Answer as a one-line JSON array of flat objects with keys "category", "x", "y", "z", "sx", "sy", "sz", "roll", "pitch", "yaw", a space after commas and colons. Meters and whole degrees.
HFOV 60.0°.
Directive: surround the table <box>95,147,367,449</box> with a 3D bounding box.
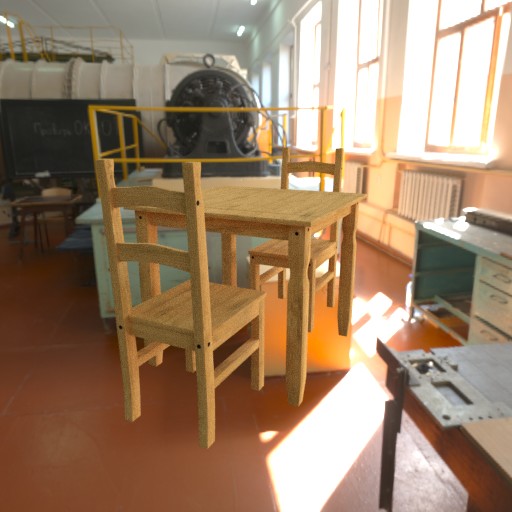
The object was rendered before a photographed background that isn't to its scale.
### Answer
[{"category": "table", "x": 0.000, "y": 0.000, "z": 2.063, "sx": 0.813, "sy": 0.942, "sz": 1.501, "roll": 8, "pitch": 17, "yaw": 26}]
